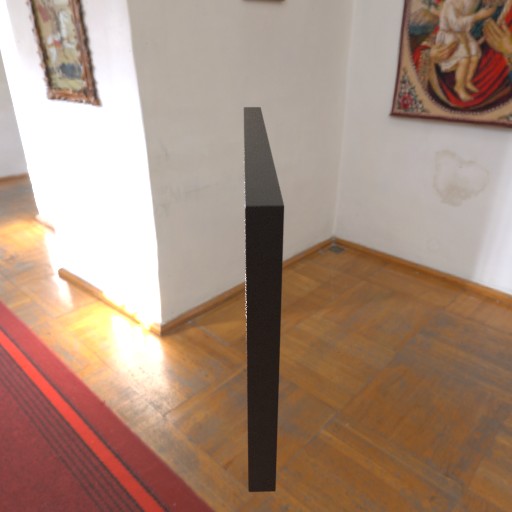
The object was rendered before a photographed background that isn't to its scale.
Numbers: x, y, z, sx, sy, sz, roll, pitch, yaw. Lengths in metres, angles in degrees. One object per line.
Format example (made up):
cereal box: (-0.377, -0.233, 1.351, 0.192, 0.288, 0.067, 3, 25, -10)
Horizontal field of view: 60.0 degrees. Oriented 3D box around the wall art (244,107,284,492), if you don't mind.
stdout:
wall art: (0.000, 0.000, 1.208, 0.058, 0.640, 0.939, -1, 27, -1)
